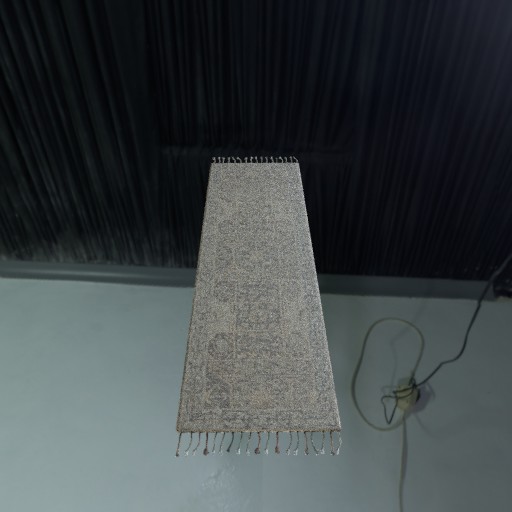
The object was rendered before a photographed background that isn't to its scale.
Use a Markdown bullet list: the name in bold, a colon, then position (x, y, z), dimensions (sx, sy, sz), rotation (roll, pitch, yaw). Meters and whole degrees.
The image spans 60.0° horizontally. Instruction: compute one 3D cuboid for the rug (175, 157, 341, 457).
- **rug**: position (0.000, 0.000, 2.952), dimensions (0.762, 0.011, 2.664), rotation (0, 41, 0)
